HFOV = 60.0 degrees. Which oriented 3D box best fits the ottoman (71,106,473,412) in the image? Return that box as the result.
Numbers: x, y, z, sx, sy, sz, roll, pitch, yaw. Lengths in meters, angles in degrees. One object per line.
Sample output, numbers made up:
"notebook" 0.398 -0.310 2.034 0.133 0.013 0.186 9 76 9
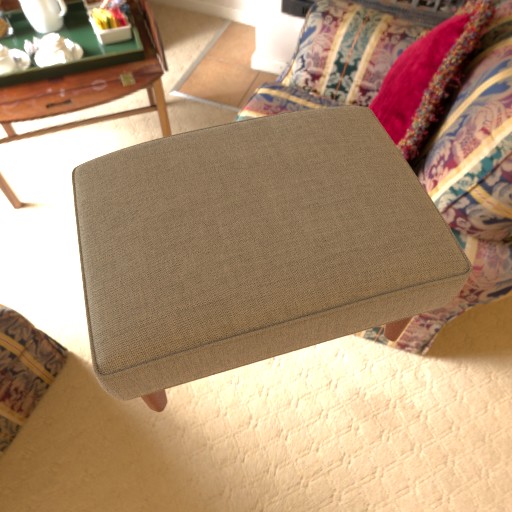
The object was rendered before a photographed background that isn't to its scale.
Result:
"ottoman" 0.000 0.000 1.083 0.750 0.458 0.555 -14 58 -9
